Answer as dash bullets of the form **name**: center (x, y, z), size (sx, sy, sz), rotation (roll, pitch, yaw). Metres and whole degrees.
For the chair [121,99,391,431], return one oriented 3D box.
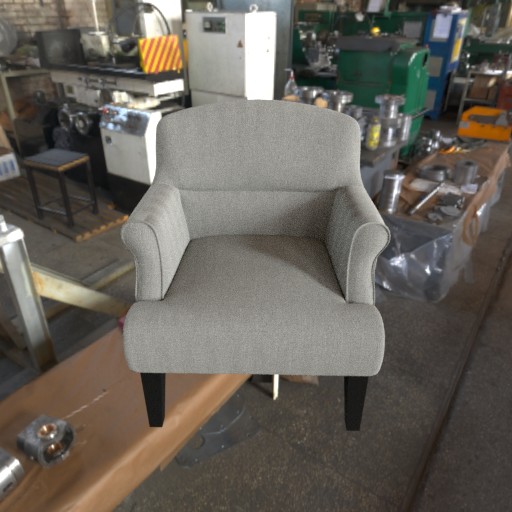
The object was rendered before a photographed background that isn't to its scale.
- **chair**: center (0.000, 0.000, 1.482), size (0.772, 0.880, 0.755), rotation (1, 30, 1)
